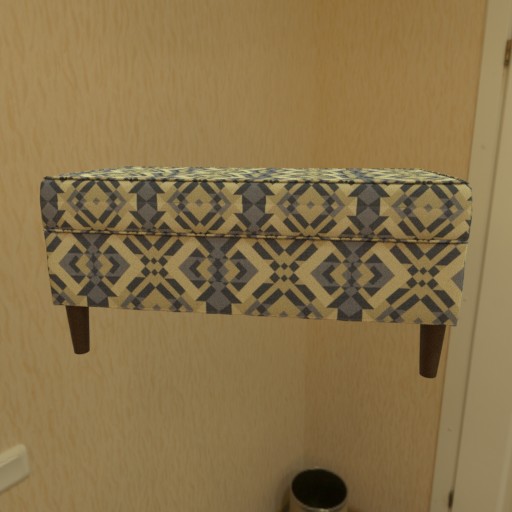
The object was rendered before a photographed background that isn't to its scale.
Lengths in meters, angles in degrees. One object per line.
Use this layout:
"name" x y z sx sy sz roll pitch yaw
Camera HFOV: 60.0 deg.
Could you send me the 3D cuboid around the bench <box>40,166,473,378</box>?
"bench" 0.000 0.000 1.278 1.016 0.477 0.492 2 14 8
